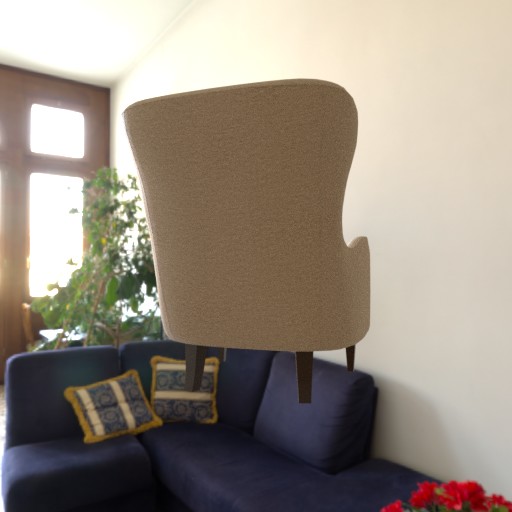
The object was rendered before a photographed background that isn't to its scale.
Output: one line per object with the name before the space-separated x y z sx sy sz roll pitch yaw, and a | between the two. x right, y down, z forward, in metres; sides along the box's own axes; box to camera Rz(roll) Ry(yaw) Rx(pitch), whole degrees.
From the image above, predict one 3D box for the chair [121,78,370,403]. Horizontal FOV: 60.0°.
chair | 0.000 0.000 1.806 0.861 1.064 0.984 0 -1 19
